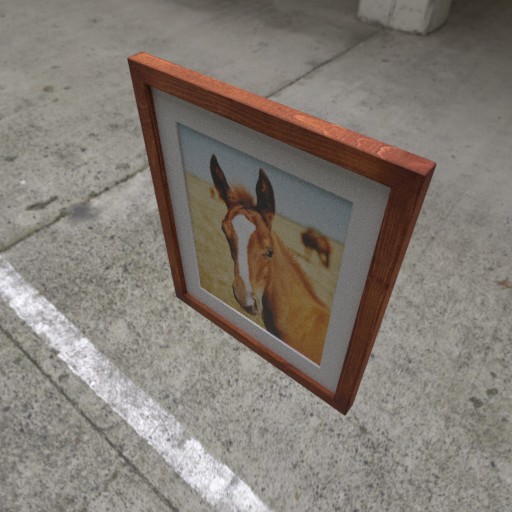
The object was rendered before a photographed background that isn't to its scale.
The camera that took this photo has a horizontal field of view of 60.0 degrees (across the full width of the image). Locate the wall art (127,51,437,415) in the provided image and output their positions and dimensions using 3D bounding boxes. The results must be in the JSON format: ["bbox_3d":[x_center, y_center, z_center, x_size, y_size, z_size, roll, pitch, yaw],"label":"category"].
[{"bbox_3d":[0.000,0.000,0.755,0.462,0.558,0.030,30,53,26],"label":"wall art"}]
